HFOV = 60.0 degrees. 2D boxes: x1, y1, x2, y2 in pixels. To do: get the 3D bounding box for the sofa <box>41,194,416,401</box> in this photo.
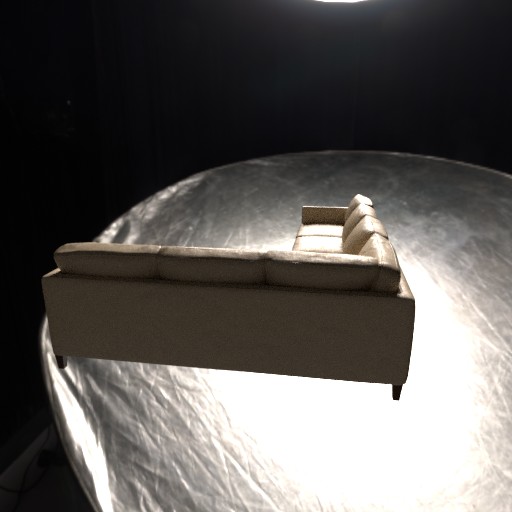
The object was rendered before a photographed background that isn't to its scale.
[{"bbox_3d":[0.000,0.000,4.531,2.593,0.947,3.302,3,17,9],"label":"sofa"}]
